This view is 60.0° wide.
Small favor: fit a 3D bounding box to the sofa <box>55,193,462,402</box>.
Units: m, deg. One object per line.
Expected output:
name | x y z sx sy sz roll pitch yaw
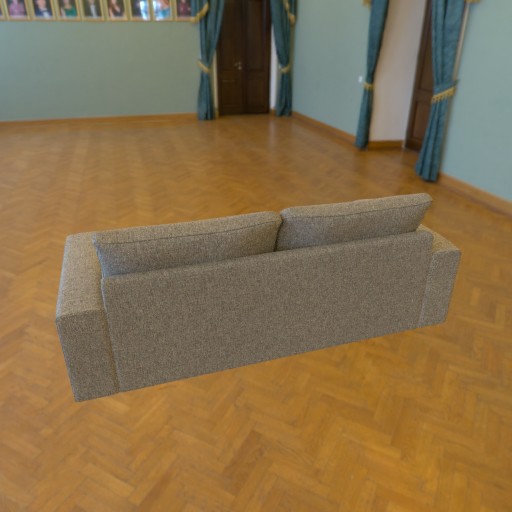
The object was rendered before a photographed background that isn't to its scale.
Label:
sofa | 0.000 0.000 2.850 2.299 0.922 1.040 -8 28 -16
